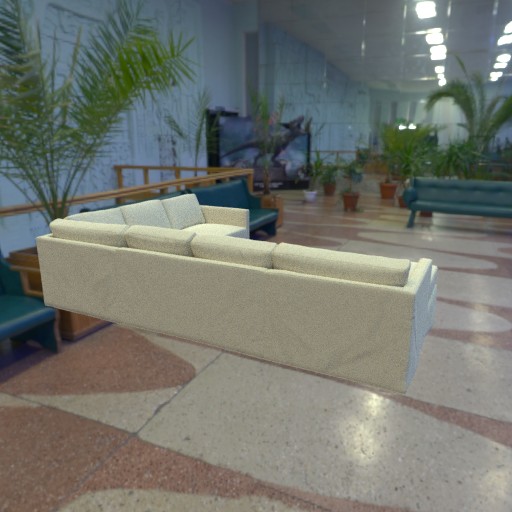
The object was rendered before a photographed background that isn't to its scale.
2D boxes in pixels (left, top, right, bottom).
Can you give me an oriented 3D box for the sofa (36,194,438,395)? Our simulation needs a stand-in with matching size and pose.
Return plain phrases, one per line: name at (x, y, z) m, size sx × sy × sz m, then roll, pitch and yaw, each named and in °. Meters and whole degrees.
sofa at (0.000, 0.000, 4.510) m, size 3.464 × 0.882 × 2.448 m, roll 7°, pitch 17°, yaw 26°
